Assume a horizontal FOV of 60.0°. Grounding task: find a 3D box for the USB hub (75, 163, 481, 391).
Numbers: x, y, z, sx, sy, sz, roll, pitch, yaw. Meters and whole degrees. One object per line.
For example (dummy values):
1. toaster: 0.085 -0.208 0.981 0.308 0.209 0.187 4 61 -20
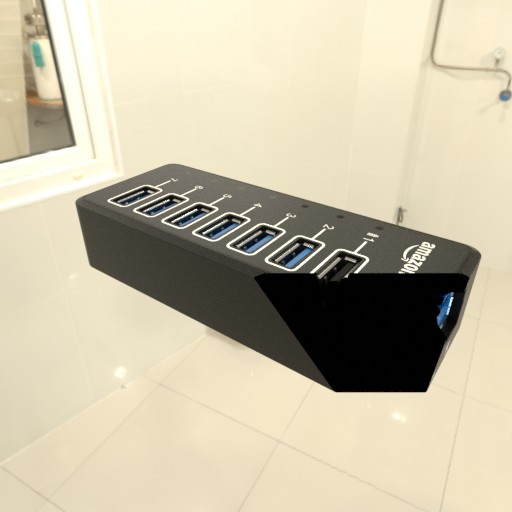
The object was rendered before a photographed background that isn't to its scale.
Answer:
1. USB hub: 0.000 0.000 0.129 0.110 0.023 0.044 21 37 30
